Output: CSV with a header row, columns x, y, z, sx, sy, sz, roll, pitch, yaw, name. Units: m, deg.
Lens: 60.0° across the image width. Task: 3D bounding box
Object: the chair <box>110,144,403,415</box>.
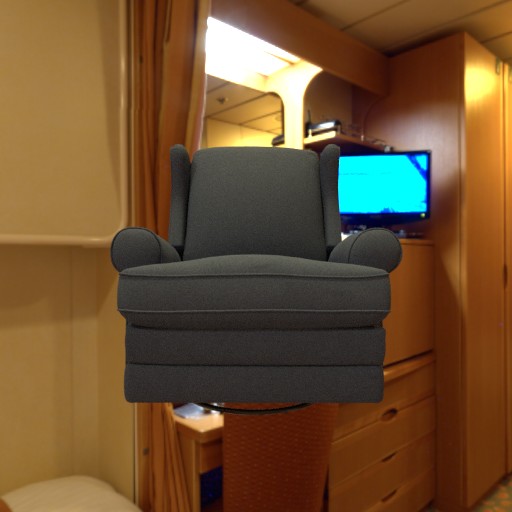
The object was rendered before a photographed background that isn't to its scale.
x,y,z,sx,sy,sz,roll,pitch,yaw,name
0.000,0.000,1.735,0.971,1.020,0.877,0,0,0,chair
